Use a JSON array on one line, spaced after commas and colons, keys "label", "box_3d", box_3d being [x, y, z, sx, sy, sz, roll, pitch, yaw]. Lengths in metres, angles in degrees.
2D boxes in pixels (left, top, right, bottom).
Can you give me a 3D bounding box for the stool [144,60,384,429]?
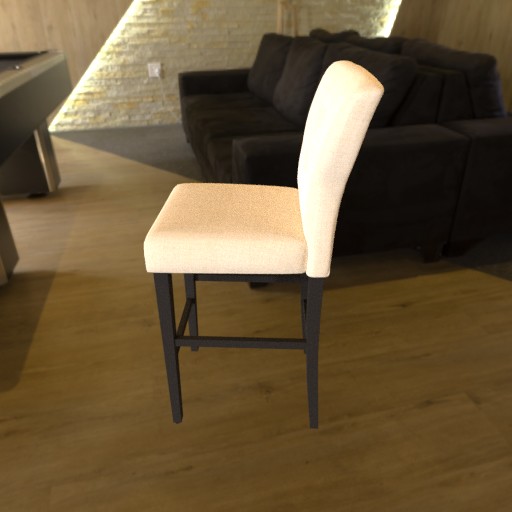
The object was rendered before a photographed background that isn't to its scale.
[{"label": "stool", "box_3d": [0.000, 0.000, 1.435, 0.603, 1.124, 0.516, 1, 29, 2]}]
